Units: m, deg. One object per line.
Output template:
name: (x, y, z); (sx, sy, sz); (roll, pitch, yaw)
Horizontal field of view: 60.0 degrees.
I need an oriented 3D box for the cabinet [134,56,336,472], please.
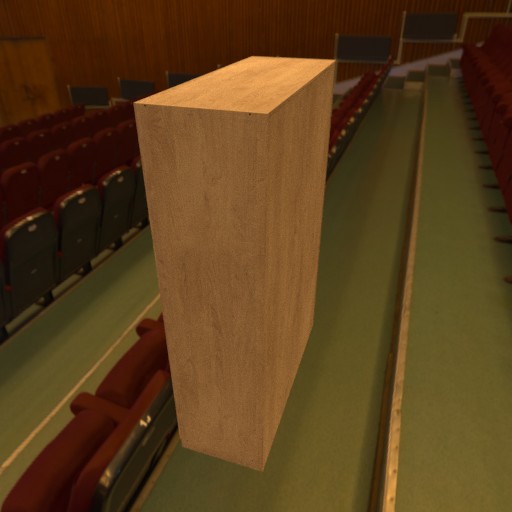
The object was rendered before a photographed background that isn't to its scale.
cabinet: (0.000, 0.000, 2.510); (0.510, 1.910, 1.290); (10, 33, 16)
